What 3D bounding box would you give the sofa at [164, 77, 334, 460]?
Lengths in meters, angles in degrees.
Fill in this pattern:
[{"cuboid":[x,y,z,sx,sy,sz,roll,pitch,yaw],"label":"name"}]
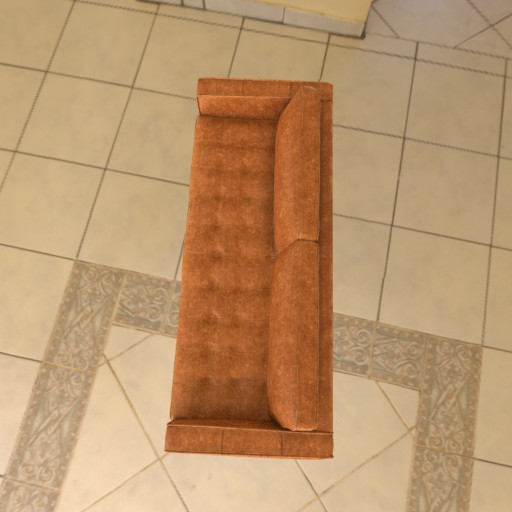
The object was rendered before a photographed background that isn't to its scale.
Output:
[{"cuboid":[0.000,0.000,2.664,0.886,0.779,2.199,2,75,1],"label":"sofa"}]
